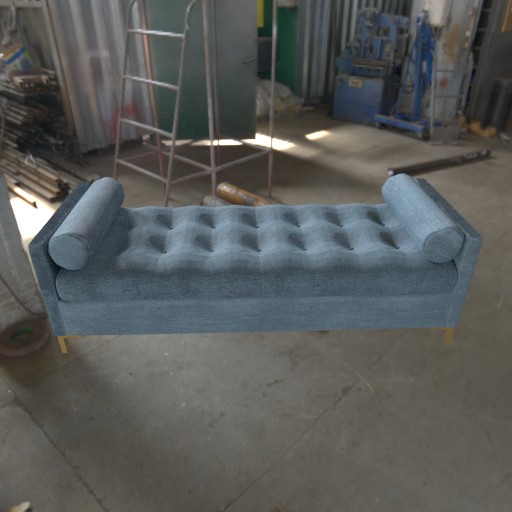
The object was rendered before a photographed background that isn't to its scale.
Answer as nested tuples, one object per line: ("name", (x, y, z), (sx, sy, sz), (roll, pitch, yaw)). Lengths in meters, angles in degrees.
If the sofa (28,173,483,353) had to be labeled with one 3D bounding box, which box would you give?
("sofa", (0.000, 0.000, 2.480), (2.102, 0.705, 0.796), (-1, 31, -2))
